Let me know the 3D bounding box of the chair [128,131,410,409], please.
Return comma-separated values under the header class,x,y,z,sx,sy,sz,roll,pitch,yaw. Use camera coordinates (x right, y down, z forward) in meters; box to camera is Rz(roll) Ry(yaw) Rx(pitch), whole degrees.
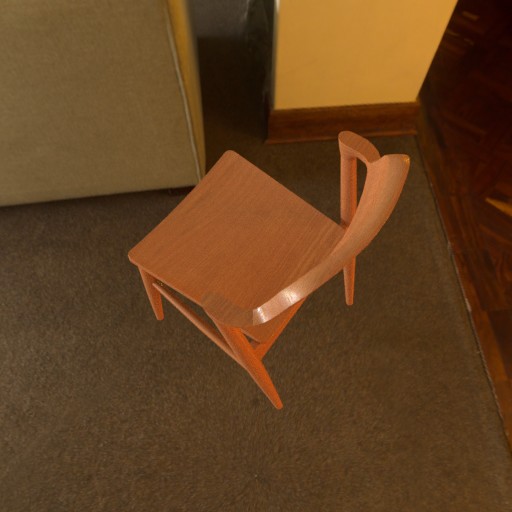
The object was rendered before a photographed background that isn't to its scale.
class,x,y,z,sx,sy,sz,roll,pitch,yaw
chair,0.000,0.000,1.121,0.499,0.801,0.496,33,68,15
